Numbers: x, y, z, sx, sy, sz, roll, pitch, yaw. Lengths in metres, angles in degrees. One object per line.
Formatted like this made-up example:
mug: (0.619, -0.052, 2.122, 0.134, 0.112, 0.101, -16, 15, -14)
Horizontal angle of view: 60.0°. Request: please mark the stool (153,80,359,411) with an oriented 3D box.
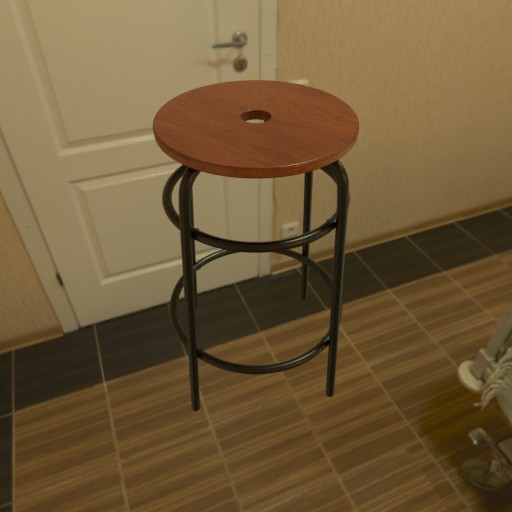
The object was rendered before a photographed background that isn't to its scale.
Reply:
stool: (0.000, 0.000, 0.928, 0.455, 0.610, 0.455, 28, 48, 28)
